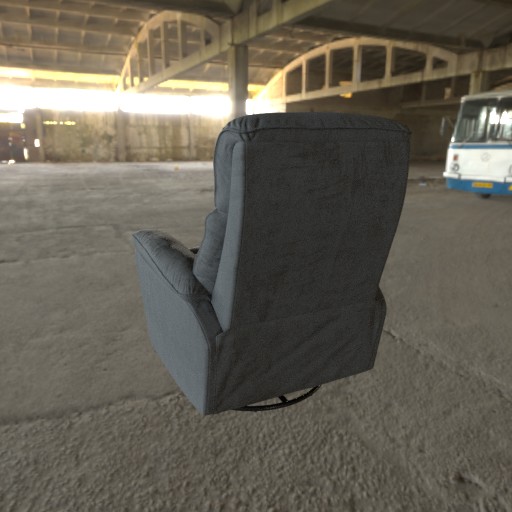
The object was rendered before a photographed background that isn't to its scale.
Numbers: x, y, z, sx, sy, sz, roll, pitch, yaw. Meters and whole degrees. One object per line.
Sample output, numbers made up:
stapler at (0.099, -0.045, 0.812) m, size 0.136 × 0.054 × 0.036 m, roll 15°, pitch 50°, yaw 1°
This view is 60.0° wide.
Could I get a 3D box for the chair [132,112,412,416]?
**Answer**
chair at (0.000, 0.000, 1.751) m, size 0.820 × 1.037 × 1.004 m, roll -7°, pitch 16°, yaw -25°
